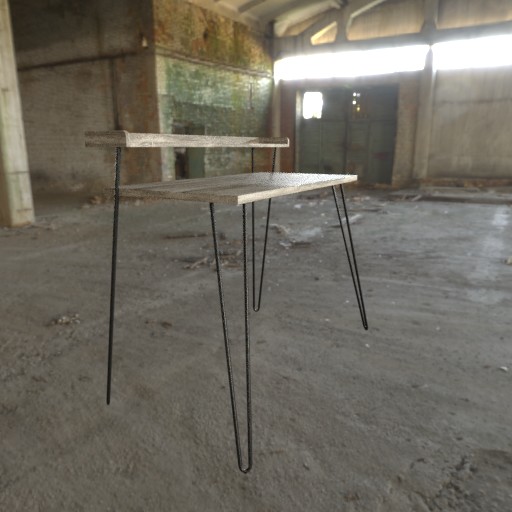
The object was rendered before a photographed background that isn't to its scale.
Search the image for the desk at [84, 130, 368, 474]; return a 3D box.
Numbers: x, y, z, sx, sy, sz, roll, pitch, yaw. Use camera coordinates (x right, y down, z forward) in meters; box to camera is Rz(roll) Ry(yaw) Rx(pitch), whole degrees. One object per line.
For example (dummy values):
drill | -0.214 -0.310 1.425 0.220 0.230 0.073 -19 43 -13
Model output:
desk | 0.000 0.000 1.697 0.605 0.899 1.135 8 16 29
